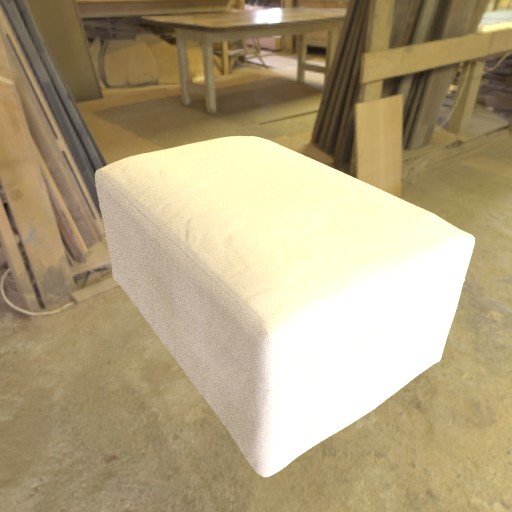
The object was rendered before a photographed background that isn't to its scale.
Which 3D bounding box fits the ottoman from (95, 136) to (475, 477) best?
[{"bbox_3d":[0.000,0.000,1.195,0.590,0.444,0.872,-21,39,-29],"label":"ottoman"}]
